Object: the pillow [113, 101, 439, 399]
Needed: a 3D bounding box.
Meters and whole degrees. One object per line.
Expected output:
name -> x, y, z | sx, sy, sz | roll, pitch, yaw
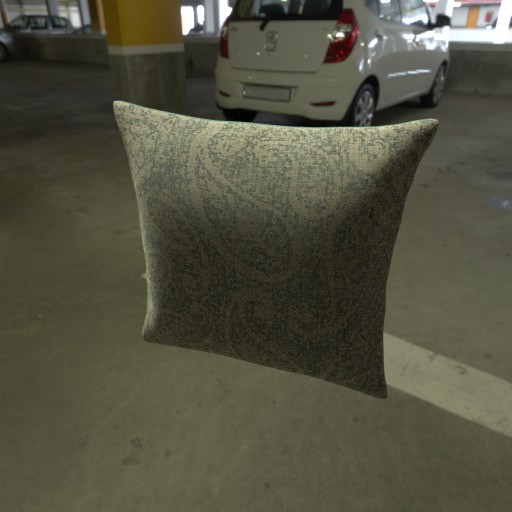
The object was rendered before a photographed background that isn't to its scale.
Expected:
pillow -> 0.000, 0.000, 0.794 | 0.526, 0.507, 0.166 | 9, 29, 17
